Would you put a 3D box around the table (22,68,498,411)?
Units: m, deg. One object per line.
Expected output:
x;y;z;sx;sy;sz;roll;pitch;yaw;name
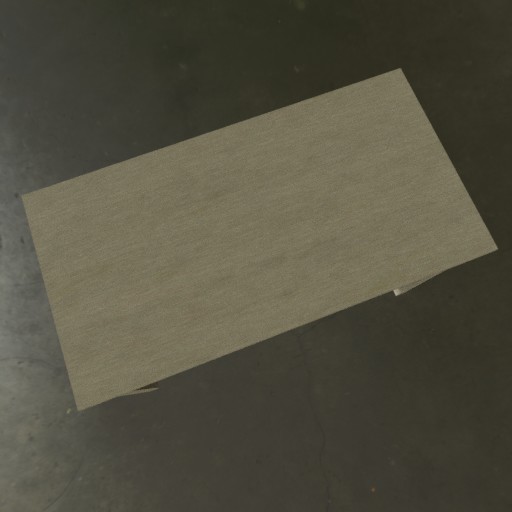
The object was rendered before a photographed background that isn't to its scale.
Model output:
0.000;0.000;1.877;1.397;0.874;0.729;-20;76;-5;table
